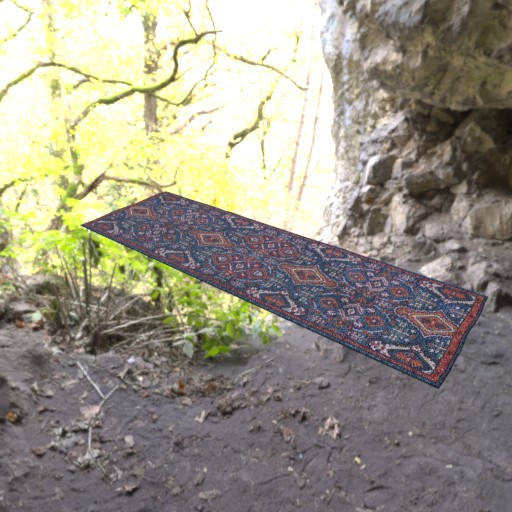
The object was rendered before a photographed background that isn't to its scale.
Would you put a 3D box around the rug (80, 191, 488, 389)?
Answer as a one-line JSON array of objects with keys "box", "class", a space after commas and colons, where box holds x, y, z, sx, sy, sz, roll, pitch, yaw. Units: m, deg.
[{"box": [0.000, 0.000, 2.683, 2.459, 0.010, 0.801, 21, 36, 32], "class": "rug"}]
